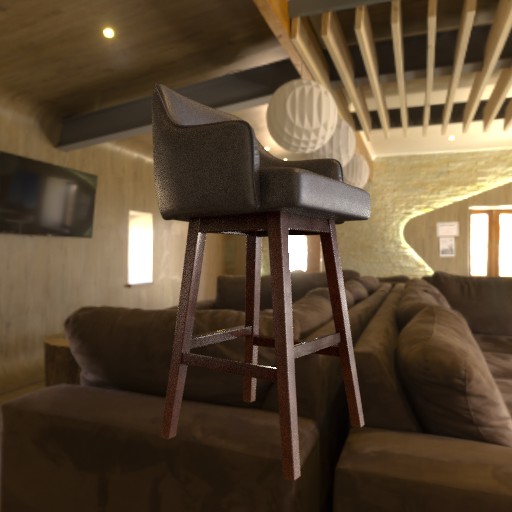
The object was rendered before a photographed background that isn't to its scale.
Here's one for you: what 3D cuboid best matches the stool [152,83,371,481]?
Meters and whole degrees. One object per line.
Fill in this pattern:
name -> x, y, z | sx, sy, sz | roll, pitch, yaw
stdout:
stool -> 0.000, 0.000, 1.334 | 0.560, 1.041, 0.550 | 0, 0, 35
